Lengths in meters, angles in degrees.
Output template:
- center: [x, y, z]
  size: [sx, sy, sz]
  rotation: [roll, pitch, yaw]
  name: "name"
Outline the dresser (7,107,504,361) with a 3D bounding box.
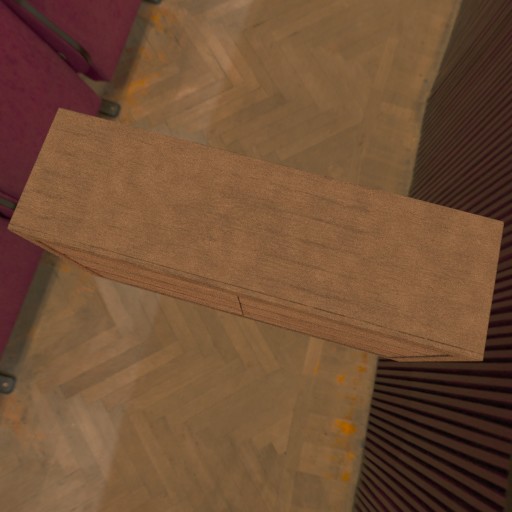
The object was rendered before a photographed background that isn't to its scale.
- center: [0.000, 0.000, 1.942]
  size: [1.628, 0.889, 0.483]
  rotation: [15, 77, 4]
  name: "dresser"
